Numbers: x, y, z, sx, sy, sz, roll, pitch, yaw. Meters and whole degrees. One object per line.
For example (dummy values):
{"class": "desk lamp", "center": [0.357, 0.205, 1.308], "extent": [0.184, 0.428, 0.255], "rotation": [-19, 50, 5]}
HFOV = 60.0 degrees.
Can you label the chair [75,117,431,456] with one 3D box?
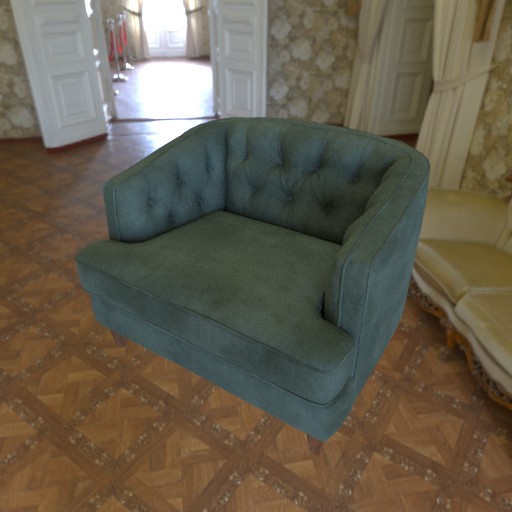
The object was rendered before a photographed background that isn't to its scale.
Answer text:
{"class": "chair", "center": [0.000, 0.000, 1.747], "extent": [1.104, 0.852, 0.941], "rotation": [19, 36, 28]}
